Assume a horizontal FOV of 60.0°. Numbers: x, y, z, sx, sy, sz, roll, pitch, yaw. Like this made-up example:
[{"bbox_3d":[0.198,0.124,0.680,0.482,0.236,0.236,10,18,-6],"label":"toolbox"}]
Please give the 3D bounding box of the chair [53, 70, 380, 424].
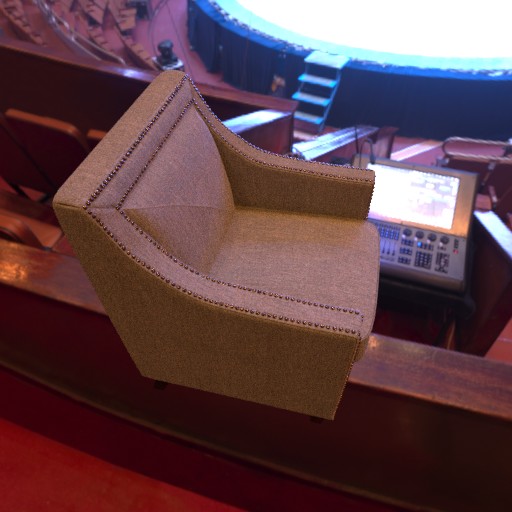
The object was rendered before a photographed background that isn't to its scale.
[{"bbox_3d":[0.000,0.000,1.611,0.884,0.967,0.776,10,48,9],"label":"chair"}]
